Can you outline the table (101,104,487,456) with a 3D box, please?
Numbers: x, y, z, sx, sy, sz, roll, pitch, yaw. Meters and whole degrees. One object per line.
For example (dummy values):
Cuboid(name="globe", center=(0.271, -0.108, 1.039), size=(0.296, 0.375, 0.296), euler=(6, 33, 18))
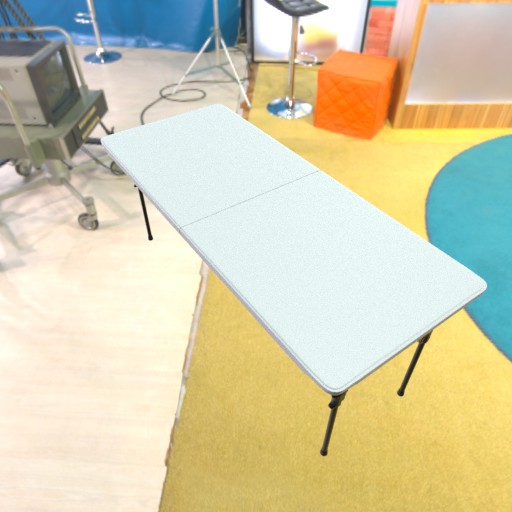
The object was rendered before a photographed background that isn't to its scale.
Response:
Cuboid(name="table", center=(0.000, 0.000, 2.198), size=(0.761, 0.719, 1.829), euler=(-26, 49, -25))
